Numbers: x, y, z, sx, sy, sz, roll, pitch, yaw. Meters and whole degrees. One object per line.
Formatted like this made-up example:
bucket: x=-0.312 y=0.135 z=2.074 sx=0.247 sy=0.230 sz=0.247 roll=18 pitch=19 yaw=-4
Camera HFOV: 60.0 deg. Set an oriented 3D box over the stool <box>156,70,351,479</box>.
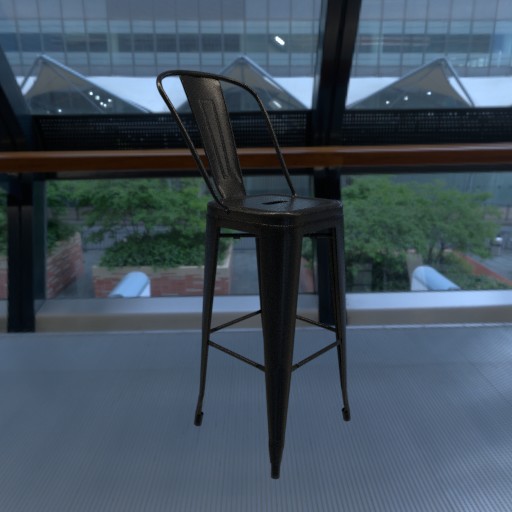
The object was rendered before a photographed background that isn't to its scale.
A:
stool: x=0.000 y=0.000 z=1.355 sx=0.513 sy=1.096 sz=0.399 roll=14 pitch=21 yaw=42
